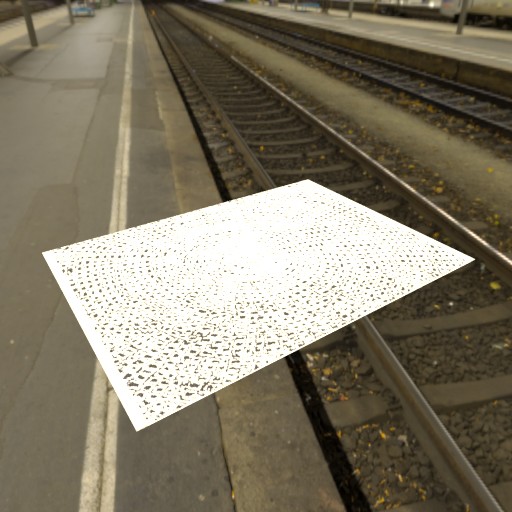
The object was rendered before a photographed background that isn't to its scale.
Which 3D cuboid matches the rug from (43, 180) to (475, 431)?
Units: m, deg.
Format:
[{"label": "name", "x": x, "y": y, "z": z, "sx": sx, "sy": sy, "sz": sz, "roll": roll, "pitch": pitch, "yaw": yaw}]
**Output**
[{"label": "rug", "x": 0.000, "y": 0.000, "z": 2.070, "sx": 1.634, "sy": 0.003, "sz": 1.190, "roll": -20, "pitch": 37, "yaw": -29}]
